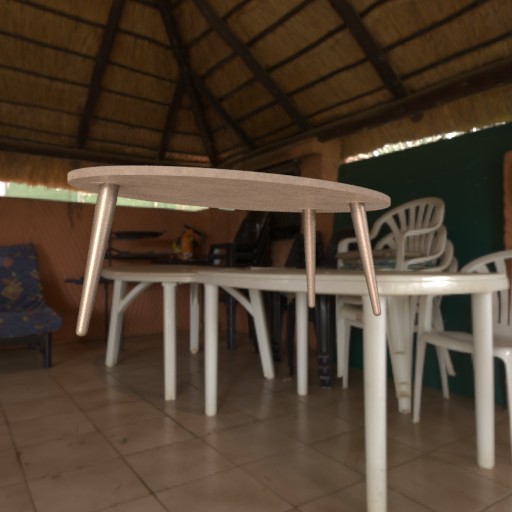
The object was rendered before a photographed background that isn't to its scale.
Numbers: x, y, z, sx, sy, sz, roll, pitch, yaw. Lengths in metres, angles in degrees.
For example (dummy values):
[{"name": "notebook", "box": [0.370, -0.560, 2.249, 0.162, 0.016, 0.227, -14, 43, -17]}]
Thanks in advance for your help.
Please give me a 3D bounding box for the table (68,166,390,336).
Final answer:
[{"name": "table", "box": [0.000, 0.000, 1.359, 1.083, 0.390, 0.542, 0, -1, -35]}]
